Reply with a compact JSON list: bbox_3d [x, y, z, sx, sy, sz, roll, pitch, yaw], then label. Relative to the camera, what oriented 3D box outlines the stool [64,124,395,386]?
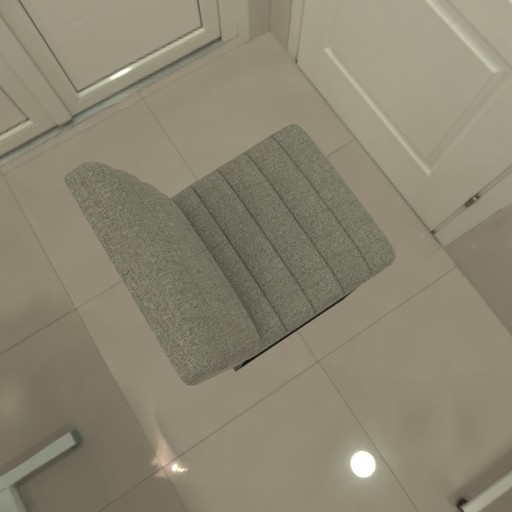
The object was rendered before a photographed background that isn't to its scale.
[{"bbox_3d":[0.000,0.000,1.236,0.560,0.940,0.460,-32,77,-8],"label":"stool"}]
